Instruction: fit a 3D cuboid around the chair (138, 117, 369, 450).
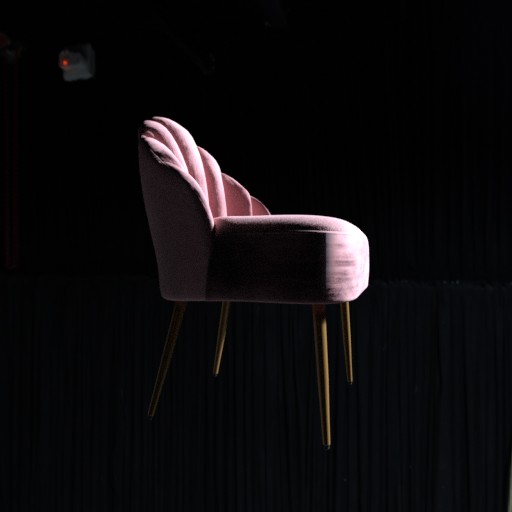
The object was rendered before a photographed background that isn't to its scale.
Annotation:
[{"bbox_3d":[0.000,0.000,1.248,0.599,0.819,0.657,0,0,18],"label":"chair"}]
